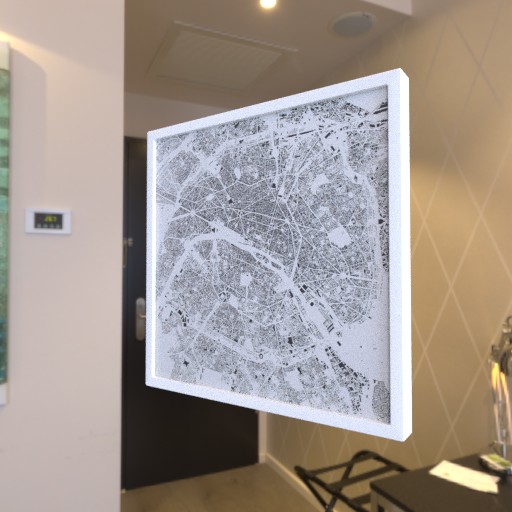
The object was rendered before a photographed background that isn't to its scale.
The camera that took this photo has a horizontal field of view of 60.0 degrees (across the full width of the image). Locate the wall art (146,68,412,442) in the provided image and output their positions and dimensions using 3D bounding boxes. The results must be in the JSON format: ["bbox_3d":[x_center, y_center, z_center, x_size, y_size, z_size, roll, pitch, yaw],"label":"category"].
[{"bbox_3d":[0.000,0.000,0.759,0.508,0.508,0.038,-1,-2,35],"label":"wall art"}]
